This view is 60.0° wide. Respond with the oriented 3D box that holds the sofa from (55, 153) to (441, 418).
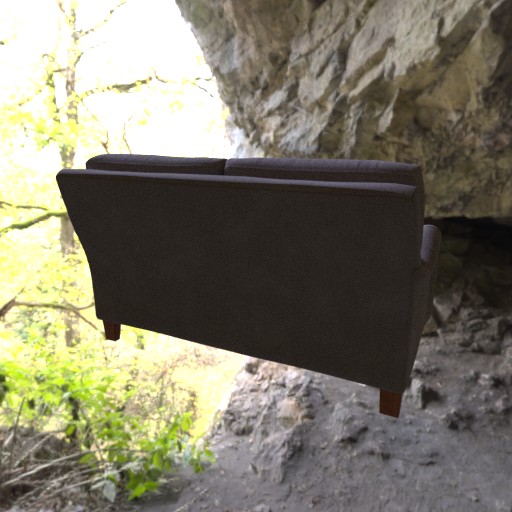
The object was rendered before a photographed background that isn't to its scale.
[{"bbox_3d":[0.000,0.000,2.456,1.853,1.101,1.084,8,17,26],"label":"sofa"}]
